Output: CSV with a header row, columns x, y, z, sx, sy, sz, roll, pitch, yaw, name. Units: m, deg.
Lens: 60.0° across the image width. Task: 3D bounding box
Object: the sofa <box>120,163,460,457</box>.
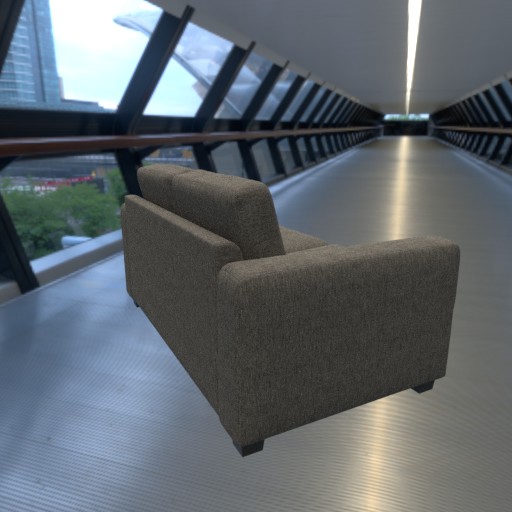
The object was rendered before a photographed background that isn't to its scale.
x,y,z,sx,sy,sz,roll,pitch,yaw,name
0.000,0.000,2.007,0.900,0.800,1.520,-8,17,-27,sofa
